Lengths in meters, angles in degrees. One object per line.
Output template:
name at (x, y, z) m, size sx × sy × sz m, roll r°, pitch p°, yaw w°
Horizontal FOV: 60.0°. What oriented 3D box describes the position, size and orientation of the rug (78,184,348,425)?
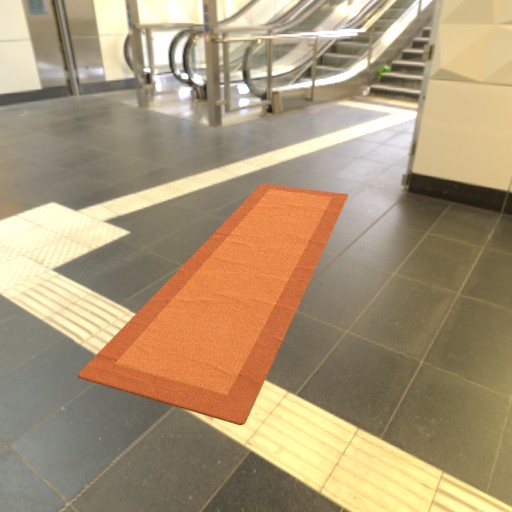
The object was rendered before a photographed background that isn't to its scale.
rug at (0.000, 0.000, 2.752) m, size 0.914 × 0.013 × 2.471 m, roll 8°, pitch 31°, yaw 14°
